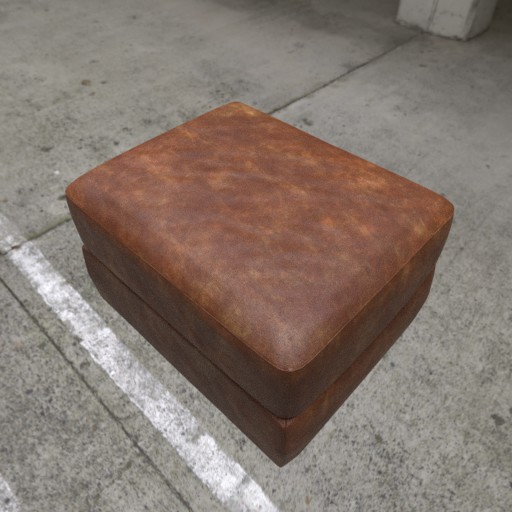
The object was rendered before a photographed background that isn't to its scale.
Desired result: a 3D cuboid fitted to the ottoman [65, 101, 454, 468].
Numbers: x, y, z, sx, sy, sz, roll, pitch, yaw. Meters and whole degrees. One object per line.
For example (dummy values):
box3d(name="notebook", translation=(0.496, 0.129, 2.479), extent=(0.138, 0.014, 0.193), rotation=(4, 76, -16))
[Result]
box3d(name="ottoman", translation=(0.000, 0.000, 1.138), extent=(0.751, 0.476, 0.603), rotation=(34, 55, 28))
